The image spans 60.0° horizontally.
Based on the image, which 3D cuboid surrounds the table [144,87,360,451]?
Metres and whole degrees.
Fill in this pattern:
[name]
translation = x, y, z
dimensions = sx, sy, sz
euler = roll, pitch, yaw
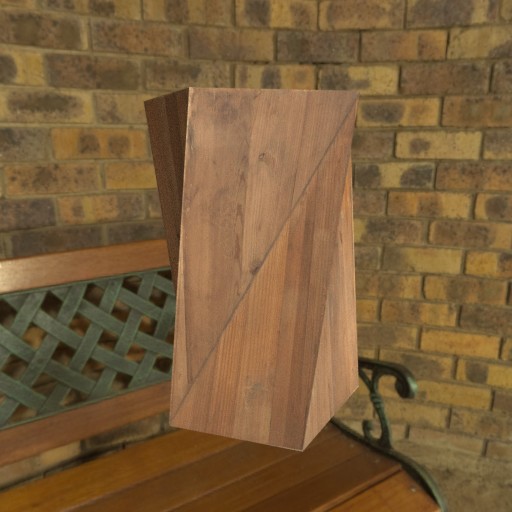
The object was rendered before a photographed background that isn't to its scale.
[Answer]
[table]
translation = 0.000, 0.000, 0.904
dimensions = 0.425, 0.604, 0.441
euler = 7, 16, 27
